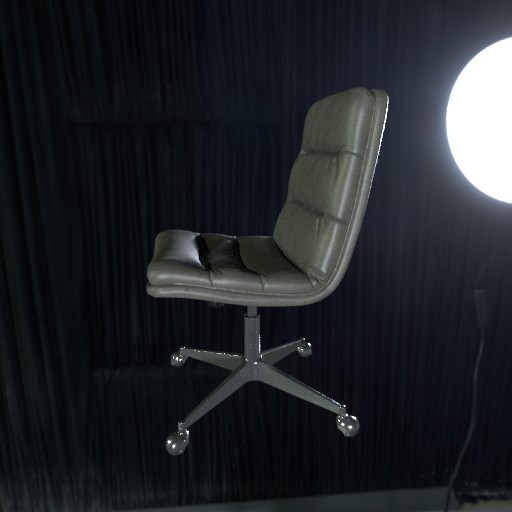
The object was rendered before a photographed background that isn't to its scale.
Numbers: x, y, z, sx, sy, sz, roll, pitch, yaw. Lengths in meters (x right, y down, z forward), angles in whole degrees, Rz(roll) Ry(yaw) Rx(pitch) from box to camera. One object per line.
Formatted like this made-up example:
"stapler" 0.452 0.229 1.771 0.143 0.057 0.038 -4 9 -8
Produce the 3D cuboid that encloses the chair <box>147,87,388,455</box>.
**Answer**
"chair" 0.000 0.000 1.046 0.485 0.738 0.422 -2 15 -9
